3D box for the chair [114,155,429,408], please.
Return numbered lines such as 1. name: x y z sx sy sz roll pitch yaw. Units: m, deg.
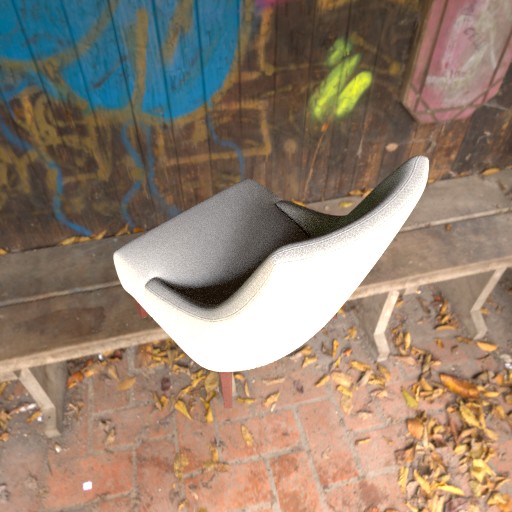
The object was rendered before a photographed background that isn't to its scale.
1. chair: 0.000 0.000 1.512 0.701 0.909 0.861 -34 55 -28
